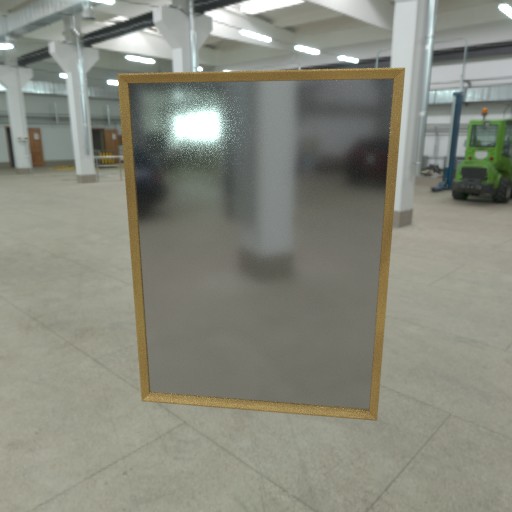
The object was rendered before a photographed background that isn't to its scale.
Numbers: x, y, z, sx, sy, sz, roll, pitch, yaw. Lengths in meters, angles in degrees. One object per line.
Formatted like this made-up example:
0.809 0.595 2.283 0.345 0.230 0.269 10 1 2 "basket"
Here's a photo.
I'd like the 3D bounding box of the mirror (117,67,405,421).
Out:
0.000 0.000 1.311 0.762 1.016 0.041 2 15 8 "mirror"
